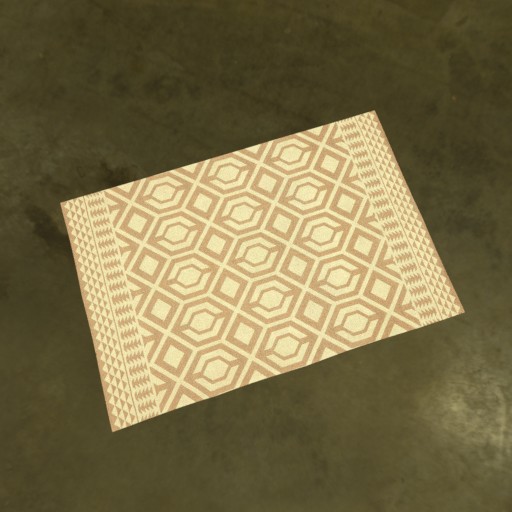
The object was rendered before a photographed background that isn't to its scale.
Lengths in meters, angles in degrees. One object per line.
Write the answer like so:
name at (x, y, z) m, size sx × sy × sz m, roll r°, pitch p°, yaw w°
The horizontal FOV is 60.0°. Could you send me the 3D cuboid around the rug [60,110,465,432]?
rug at (0.000, 0.000, 2.322) m, size 1.829 × 0.008 × 1.219 m, roll -18°, pitch 76°, yaw -5°
